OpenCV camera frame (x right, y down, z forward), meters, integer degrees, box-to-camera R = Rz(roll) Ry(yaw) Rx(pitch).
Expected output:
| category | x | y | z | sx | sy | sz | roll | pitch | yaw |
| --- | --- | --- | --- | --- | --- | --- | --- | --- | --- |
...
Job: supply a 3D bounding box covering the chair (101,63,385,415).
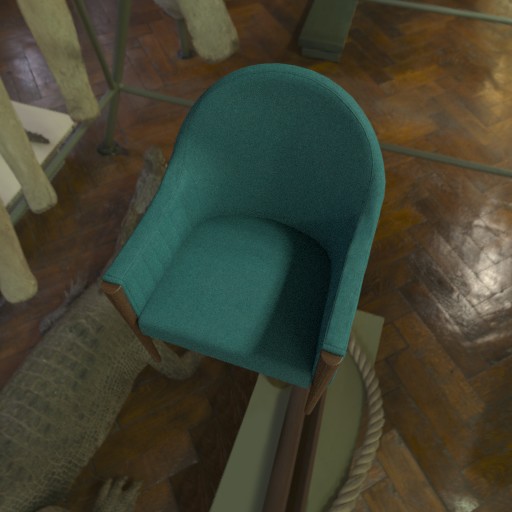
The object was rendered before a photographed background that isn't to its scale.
| category | x | y | z | sx | sy | sz | roll | pitch | yaw |
| --- | --- | --- | --- | --- | --- | --- | --- | --- | --- |
| chair | 0.000 | 0.000 | 1.375 | 0.656 | 0.907 | 0.652 | 16 | 59 | 10 |
